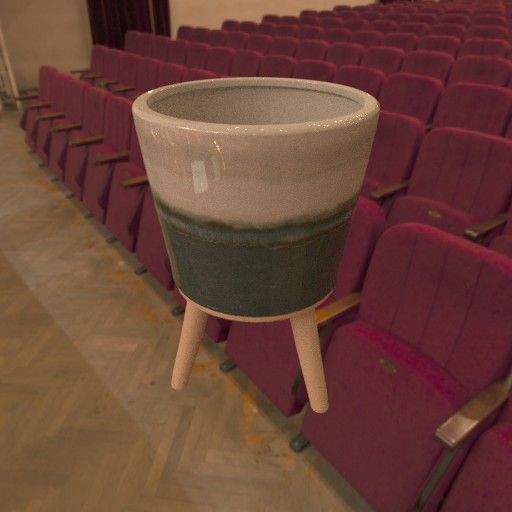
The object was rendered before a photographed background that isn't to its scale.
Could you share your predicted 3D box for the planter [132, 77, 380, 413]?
[{"bbox_3d":[0.000,0.000,0.480,0.217,0.331,0.217,-20,36,-30],"label":"planter"}]
